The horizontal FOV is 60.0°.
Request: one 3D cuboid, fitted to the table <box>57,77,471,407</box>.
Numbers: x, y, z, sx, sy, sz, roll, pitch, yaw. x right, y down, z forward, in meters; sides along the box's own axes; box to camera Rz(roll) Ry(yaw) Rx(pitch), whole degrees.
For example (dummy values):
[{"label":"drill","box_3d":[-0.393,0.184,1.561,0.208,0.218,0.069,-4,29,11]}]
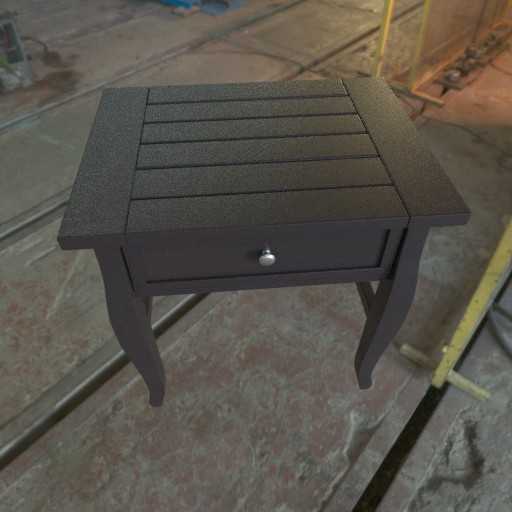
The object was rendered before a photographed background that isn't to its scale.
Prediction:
[{"label":"table","box_3d":[0.000,0.000,1.013,0.602,0.605,0.460,-4,46,-4]}]
